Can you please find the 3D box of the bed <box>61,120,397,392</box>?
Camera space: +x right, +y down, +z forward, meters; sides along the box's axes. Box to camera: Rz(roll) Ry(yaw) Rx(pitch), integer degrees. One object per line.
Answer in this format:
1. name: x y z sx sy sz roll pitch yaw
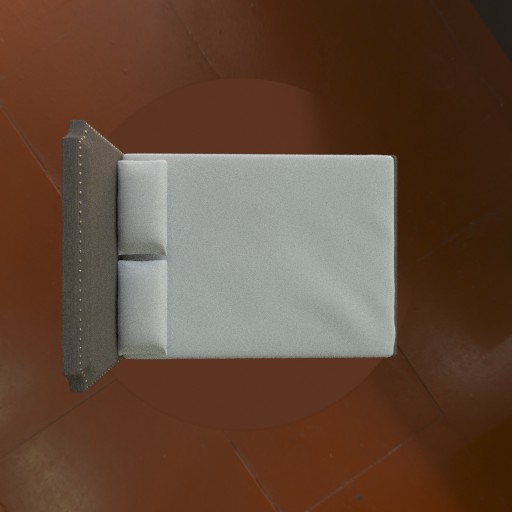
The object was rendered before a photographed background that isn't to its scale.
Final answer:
1. bed: 0.000 0.000 3.414 2.381 1.457 1.713 0 90 -2
